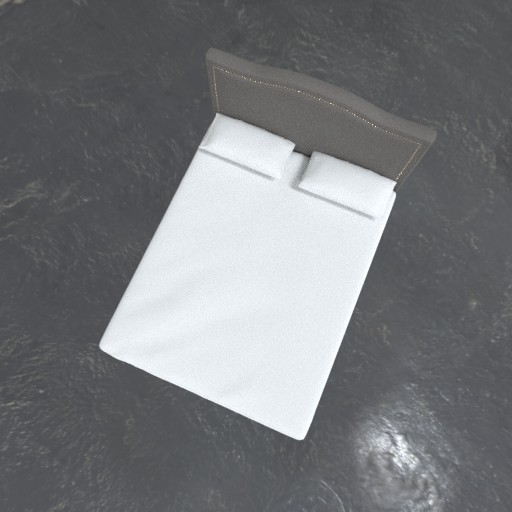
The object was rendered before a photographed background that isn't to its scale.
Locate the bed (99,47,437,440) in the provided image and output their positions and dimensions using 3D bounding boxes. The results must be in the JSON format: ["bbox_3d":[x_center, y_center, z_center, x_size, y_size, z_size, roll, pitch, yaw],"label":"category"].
[{"bbox_3d":[0.000,0.000,3.424,1.821,1.436,2.282,23,77,6],"label":"bed"}]
